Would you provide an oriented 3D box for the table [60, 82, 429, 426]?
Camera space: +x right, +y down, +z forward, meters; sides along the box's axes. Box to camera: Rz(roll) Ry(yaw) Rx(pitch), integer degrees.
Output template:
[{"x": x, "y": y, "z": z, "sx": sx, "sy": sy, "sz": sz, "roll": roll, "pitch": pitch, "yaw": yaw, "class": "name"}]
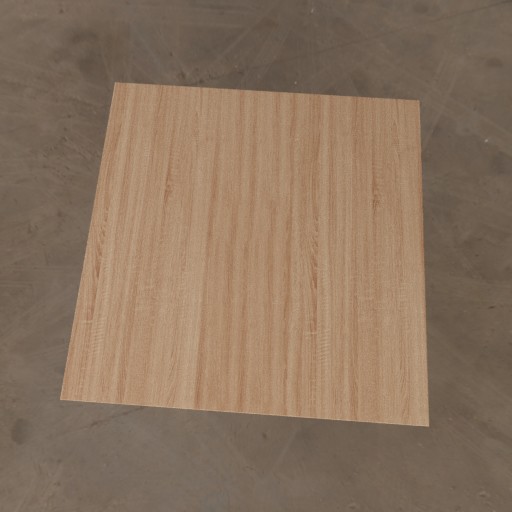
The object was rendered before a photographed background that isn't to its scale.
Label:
[{"x": 0.000, "y": 0.000, "z": 1.035, "sx": 0.670, "sy": 0.305, "sz": 0.670, "roll": 4, "pitch": 75, "yaw": 1, "class": "table"}]
